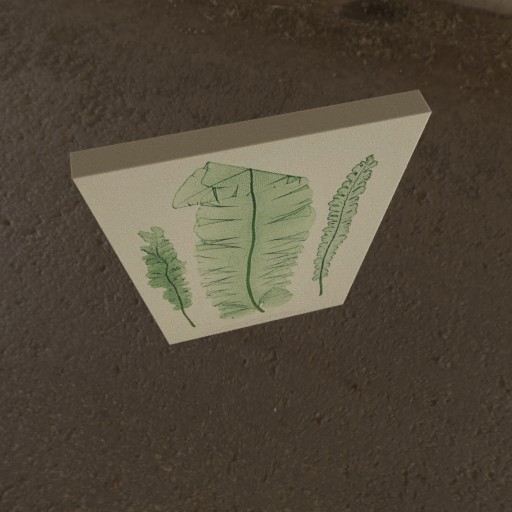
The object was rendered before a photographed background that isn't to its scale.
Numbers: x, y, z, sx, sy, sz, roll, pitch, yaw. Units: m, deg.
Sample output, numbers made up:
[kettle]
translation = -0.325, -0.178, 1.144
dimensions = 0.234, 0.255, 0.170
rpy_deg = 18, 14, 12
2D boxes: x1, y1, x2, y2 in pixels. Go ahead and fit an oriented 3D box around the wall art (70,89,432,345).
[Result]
[wall art]
translation = 0.000, 0.000, 0.778
dimensions = 0.418, 0.608, 0.038
rpy_deg = -12, 63, -6
